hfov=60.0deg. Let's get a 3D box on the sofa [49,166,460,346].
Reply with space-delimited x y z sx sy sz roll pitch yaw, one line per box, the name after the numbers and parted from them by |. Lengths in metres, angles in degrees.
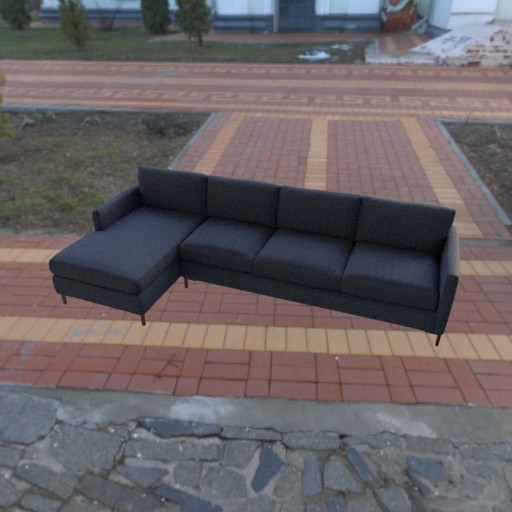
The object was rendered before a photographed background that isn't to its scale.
0.000 0.000 2.893 2.445 0.673 1.125 11 32 18 | sofa
